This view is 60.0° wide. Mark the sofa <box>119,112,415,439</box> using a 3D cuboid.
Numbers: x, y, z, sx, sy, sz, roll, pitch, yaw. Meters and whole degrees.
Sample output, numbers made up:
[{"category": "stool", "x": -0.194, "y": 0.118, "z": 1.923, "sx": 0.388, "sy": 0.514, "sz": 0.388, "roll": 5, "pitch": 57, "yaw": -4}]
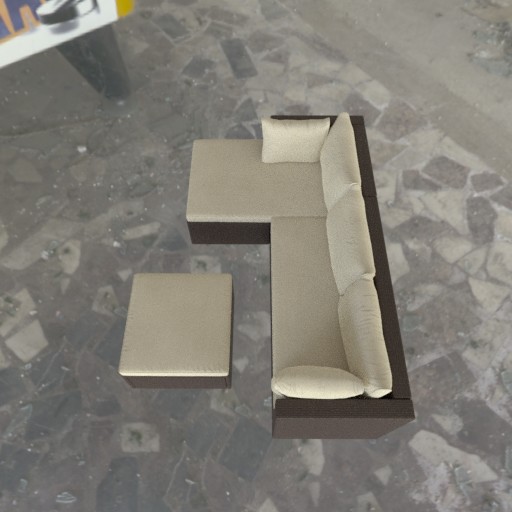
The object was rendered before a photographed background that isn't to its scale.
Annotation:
[{"category": "sofa", "x": 0.000, "y": 0.000, "z": 2.984, "sx": 1.612, "sy": 0.766, "sz": 2.192, "roll": 0, "pitch": 59, "yaw": 0}]
